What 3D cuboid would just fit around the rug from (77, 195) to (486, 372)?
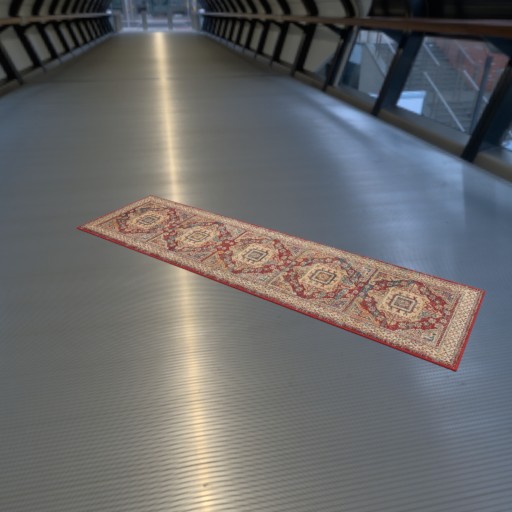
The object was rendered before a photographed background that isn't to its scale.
[{"bbox_3d":[0.000,0.000,2.503,2.292,0.015,0.659,18,34,28],"label":"rug"}]
